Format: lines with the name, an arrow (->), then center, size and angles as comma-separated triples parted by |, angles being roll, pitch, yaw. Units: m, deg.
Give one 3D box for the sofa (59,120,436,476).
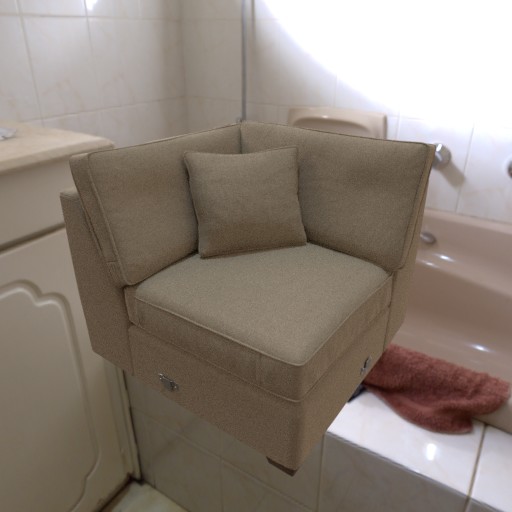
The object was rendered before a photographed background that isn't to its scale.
sofa -> 0.000, 0.000, 1.913 | 1.146, 1.002, 1.084 | 17, 31, 31
